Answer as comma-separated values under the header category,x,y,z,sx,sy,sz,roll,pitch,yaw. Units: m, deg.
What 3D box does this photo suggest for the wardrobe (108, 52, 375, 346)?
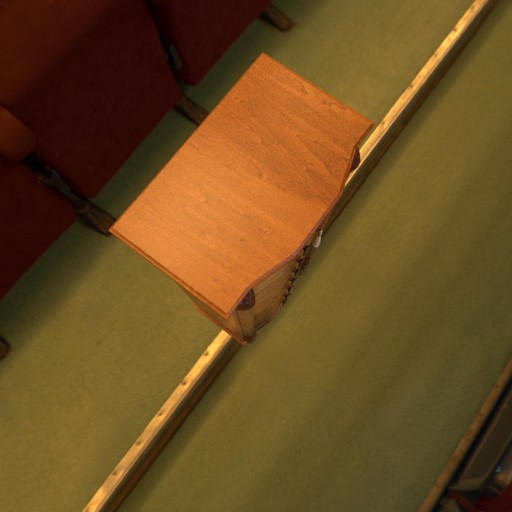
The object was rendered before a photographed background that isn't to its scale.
category,x,y,z,sx,sy,sz,roll,pitch,yaw
wardrobe,0.000,0.000,1.170,0.273,0.959,0.406,36,78,9
